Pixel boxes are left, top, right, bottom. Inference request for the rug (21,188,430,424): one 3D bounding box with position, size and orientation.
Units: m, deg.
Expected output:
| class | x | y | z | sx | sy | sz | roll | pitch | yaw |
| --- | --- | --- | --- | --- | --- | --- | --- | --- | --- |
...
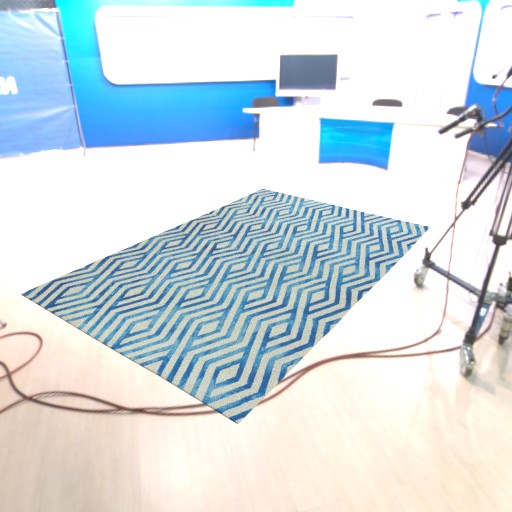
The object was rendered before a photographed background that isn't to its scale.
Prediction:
| class | x | y | z | sx | sy | sz | roll | pitch | yaw |
| --- | --- | --- | --- | --- | --- | --- | --- | --- | --- |
| rug | 0.000 | 0.000 | 2.283 | 1.225 | 0.008 | 1.830 | 18 | 32 | 32 |
